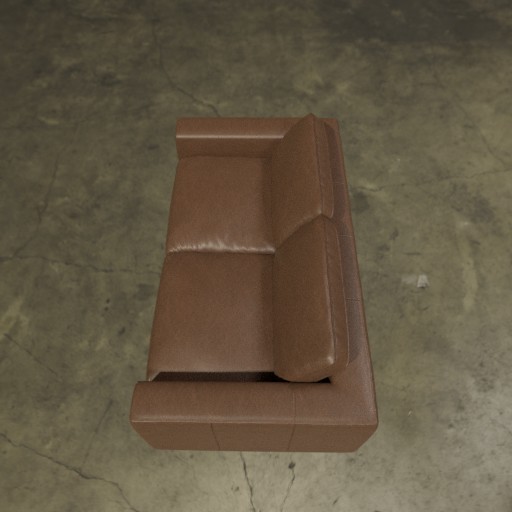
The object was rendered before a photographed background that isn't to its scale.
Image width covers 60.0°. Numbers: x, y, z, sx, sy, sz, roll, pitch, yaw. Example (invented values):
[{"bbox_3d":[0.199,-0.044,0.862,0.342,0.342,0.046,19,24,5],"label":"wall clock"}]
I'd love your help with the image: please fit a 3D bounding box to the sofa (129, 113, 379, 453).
[{"bbox_3d":[0.000,0.000,2.481,1.070,0.800,1.920,0,57,0],"label":"sofa"}]
